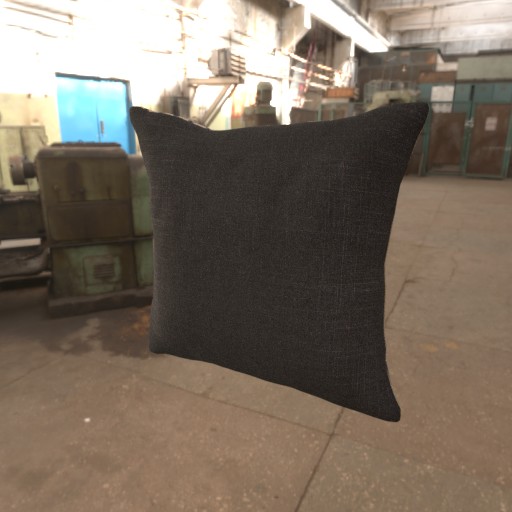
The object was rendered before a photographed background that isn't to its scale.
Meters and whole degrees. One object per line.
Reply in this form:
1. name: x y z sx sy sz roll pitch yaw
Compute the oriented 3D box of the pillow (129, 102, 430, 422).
1. pillow: 0.000 0.000 0.680 0.468 0.444 0.138 9 18 27
